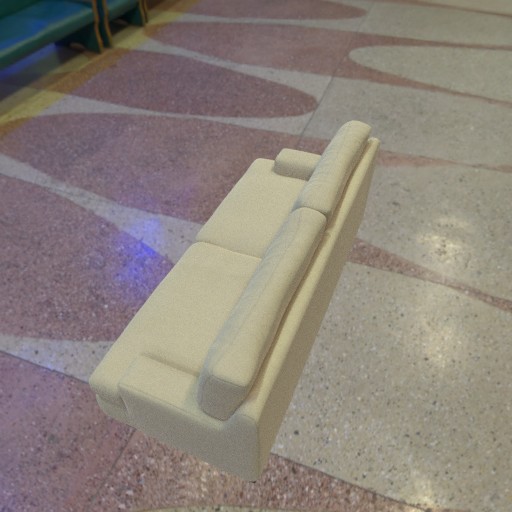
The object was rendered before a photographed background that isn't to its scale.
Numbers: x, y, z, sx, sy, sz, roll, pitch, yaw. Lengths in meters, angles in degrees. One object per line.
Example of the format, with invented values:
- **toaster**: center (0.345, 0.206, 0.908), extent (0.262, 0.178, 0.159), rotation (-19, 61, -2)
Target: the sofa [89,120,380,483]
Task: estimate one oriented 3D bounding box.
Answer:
- **sofa**: center (0.000, 0.000, 2.645), extent (0.929, 0.925, 2.147), rotation (17, 48, 16)
